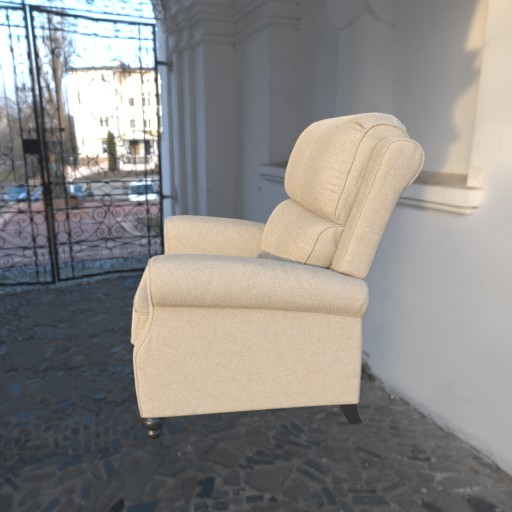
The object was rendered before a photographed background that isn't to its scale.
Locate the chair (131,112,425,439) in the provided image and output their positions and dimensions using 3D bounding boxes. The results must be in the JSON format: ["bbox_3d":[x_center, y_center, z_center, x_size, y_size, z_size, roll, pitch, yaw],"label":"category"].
[{"bbox_3d":[0.000,0.000,1.729,0.919,1.046,0.859,-2,15,-7],"label":"chair"}]
